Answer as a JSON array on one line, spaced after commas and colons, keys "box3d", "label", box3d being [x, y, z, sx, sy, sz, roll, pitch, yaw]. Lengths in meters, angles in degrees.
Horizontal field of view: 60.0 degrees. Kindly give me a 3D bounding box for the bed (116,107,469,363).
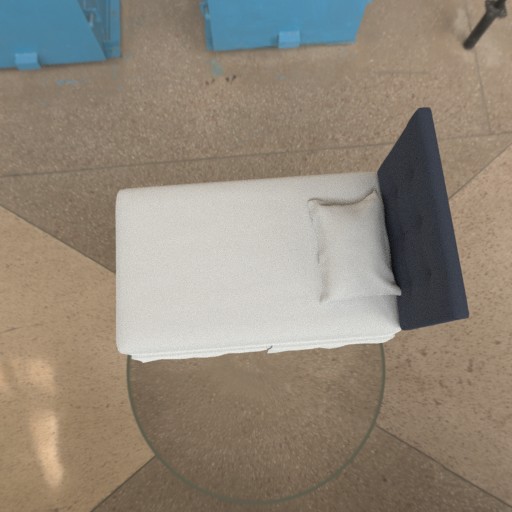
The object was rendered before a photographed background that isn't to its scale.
[{"box3d": [0.000, 0.000, 2.978, 1.997, 1.571, 1.261, -4, 77, -1], "label": "bed"}]
